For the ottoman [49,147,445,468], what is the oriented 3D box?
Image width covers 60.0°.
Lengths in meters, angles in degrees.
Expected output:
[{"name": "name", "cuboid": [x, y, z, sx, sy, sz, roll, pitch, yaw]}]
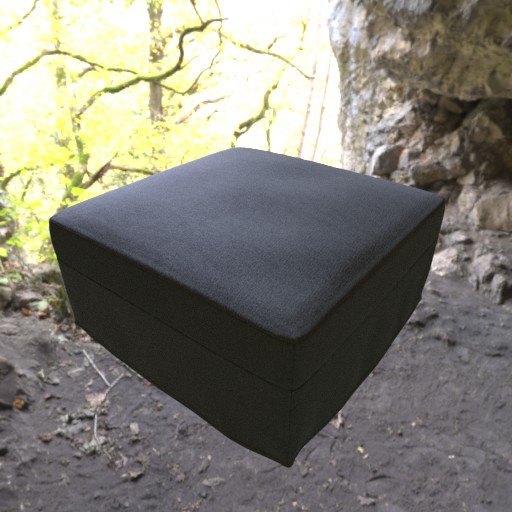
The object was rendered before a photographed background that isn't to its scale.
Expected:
[{"name": "ottoman", "cuboid": [0.000, 0.000, 1.343, 0.842, 0.441, 0.843, 22, 38, 32]}]
